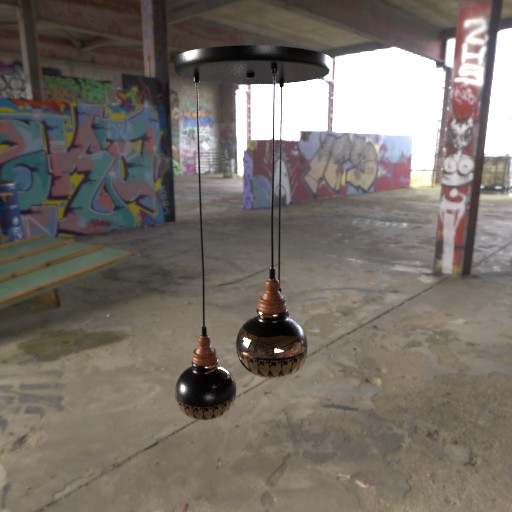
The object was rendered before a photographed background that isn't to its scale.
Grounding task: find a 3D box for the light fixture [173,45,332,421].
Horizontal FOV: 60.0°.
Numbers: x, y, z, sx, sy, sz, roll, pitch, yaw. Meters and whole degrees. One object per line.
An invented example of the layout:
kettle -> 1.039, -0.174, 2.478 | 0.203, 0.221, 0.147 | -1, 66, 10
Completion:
light fixture -> 0.000, 0.000, 1.729 | 0.608, 1.410, 0.605 | -7, 15, -26
